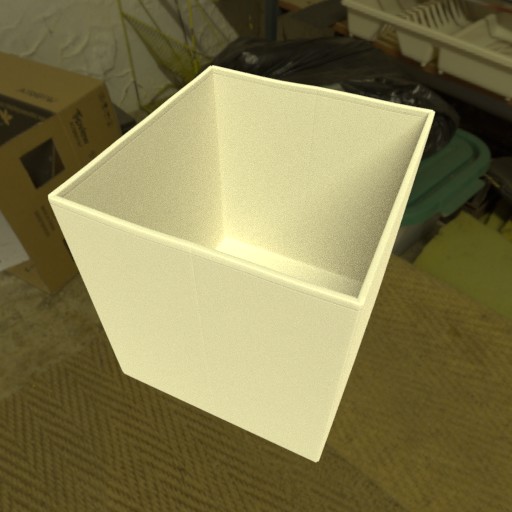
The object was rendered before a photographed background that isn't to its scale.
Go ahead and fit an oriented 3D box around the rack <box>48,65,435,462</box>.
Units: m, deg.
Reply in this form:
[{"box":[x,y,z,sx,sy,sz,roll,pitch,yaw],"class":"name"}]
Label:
[{"box":[0.000,0.000,0.492,0.270,0.280,0.270,19,49,17],"class":"rack"}]
